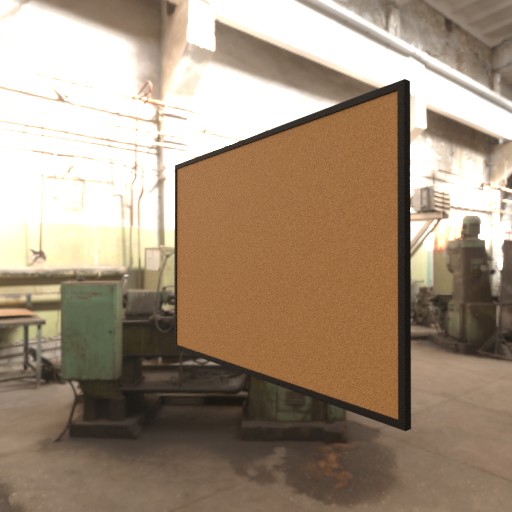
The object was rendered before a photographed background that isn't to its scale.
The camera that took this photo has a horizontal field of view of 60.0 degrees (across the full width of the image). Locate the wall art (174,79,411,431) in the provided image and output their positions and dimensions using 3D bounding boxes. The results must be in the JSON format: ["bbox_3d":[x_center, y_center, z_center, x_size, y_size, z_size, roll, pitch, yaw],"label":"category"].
[{"bbox_3d":[0.000,0.000,0.846,0.013,0.458,0.664,0,-1,-37],"label":"wall art"}]
